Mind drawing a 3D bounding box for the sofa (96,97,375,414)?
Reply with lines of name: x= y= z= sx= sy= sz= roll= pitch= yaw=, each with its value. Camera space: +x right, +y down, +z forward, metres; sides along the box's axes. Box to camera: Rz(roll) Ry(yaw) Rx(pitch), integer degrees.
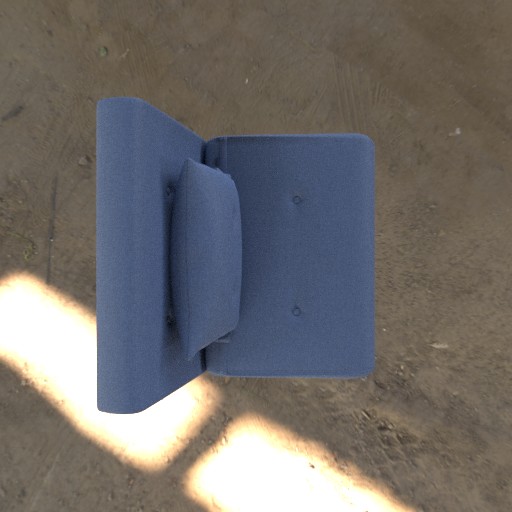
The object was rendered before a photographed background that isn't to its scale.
sofa: x=0.000 y=0.000 z=1.762 sx=0.996 sy=0.860 sz=0.999 roll=0 pitch=90 yaw=0
